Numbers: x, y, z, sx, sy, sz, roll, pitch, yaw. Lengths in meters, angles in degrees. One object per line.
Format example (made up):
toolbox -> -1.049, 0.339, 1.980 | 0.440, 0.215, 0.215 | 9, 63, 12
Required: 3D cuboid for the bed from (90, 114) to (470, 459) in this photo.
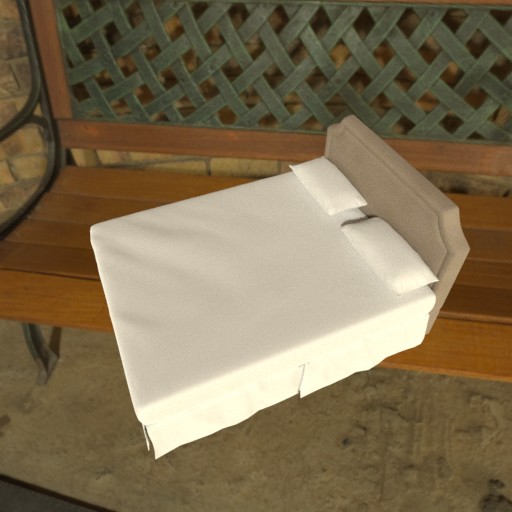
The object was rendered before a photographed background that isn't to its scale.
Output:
bed -> 0.000, 0.000, 3.618 | 2.498, 1.293, 1.977 | -17, 49, -16
